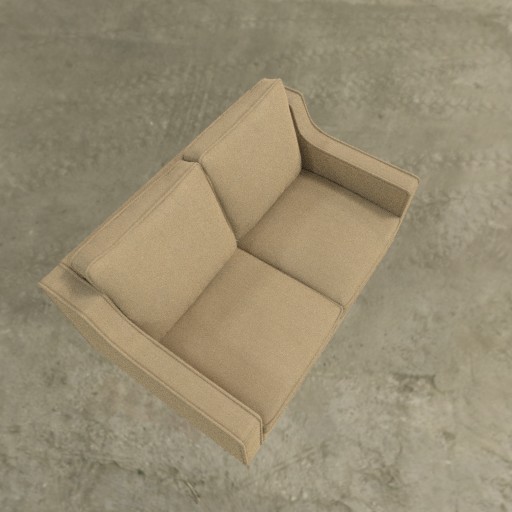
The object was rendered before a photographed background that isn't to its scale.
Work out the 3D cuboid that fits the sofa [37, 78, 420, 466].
[{"bbox_3d":[0.000,0.000,2.129,0.987,0.971,1.501,31,63,18],"label":"sofa"}]
